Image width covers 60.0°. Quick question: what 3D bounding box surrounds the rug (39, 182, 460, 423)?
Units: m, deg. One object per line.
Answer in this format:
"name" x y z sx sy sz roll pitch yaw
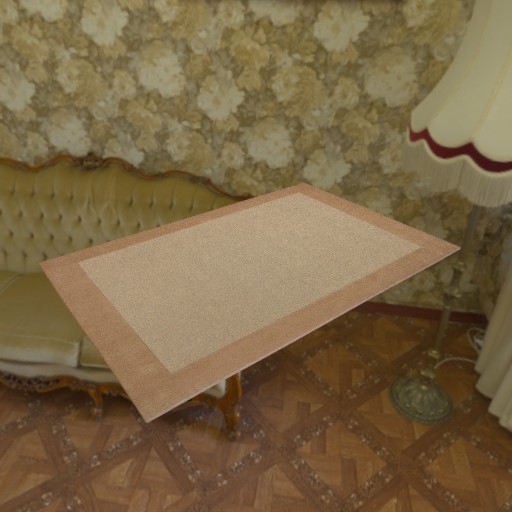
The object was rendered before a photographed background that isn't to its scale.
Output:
"rug" 0.000 0.000 2.298 1.829 0.014 1.219 -21 37 -32
